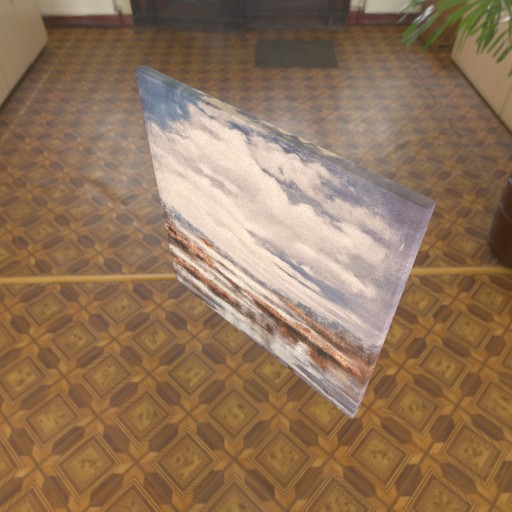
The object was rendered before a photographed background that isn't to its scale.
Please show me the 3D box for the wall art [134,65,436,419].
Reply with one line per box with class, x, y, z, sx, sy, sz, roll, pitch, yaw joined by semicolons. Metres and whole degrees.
wall art;0.000;0.000;1.534;1.010;1.020;0.040;34;55;28
